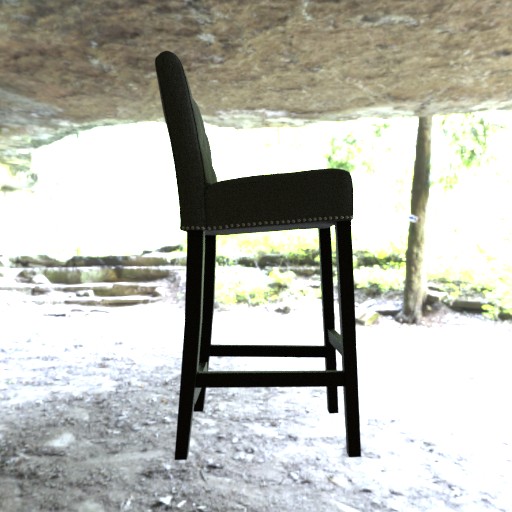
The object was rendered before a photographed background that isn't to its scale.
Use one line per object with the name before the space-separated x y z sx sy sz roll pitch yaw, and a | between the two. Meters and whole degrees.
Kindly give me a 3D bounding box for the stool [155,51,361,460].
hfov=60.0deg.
stool | 0.000 0.000 1.321 0.548 1.047 0.411 0 1 0
